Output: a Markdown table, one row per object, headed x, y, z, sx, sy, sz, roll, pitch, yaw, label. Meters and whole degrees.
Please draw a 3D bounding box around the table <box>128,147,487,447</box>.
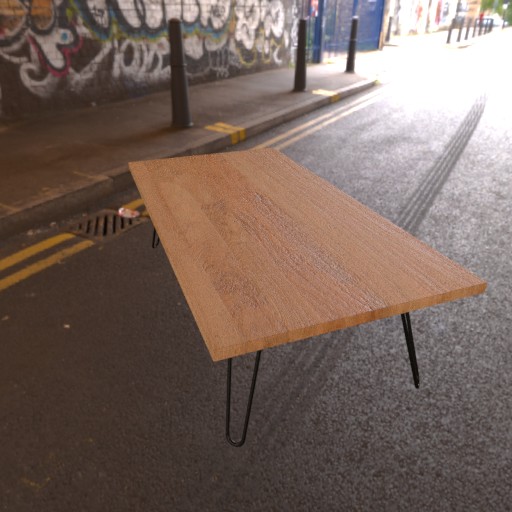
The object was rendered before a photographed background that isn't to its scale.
| x | y | z | sx | sy | sz | roll | pitch | yaw | label |
| --- | --- | --- | --- | --- | --- | --- | --- | --- | --- |
| 0.000 | 0.000 | 1.624 | 0.699 | 0.400 | 1.348 | -10 | 30 | -18 | table |
